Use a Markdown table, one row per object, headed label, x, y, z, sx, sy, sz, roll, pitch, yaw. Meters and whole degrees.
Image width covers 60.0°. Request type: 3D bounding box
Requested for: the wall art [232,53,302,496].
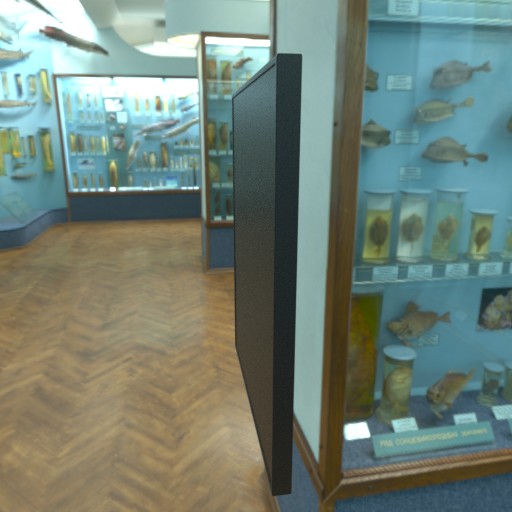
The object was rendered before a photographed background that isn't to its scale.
| label | x | y | z | sx | sy | sz | roll | pitch | yaw |
| --- | --- | --- | --- | --- | --- | --- | --- | --- | --- |
| wall art | 0.000 | 0.000 | 0.744 | 0.028 | 0.551 | 0.451 | -2 | 15 | -9 |
